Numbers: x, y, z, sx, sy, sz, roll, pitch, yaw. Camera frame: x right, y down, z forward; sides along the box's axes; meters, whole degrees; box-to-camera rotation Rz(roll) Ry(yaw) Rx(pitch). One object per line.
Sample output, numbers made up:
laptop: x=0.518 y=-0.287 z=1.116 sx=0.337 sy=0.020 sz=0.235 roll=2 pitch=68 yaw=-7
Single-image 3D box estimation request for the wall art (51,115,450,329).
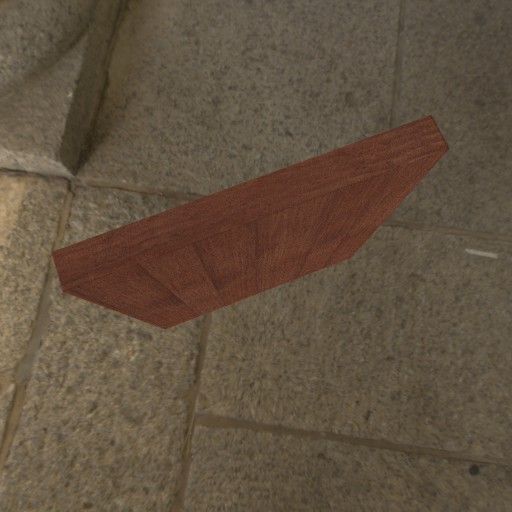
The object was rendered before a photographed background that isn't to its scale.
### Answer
wall art: x=0.000 y=0.000 z=0.626 sx=0.377 sy=0.449 sz=0.039 roll=-21 pitch=77 yaw=-5
